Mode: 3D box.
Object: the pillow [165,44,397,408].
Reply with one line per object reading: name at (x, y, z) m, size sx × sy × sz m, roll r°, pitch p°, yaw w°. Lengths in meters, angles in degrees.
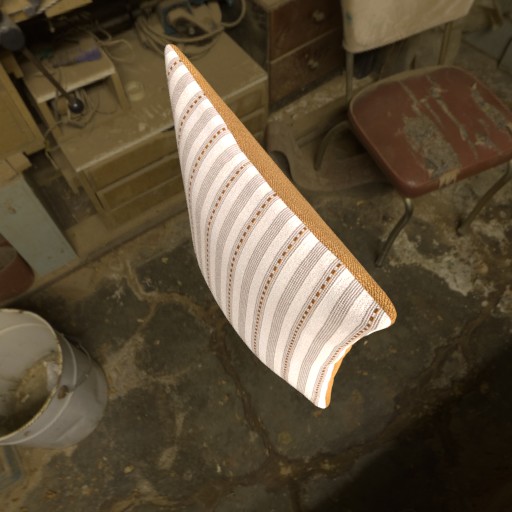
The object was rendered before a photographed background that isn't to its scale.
pillow at (0.000, 0.000, 0.651) m, size 0.147 × 0.437 × 0.432 m, roll -30°, pitch 66°, yaw -15°
